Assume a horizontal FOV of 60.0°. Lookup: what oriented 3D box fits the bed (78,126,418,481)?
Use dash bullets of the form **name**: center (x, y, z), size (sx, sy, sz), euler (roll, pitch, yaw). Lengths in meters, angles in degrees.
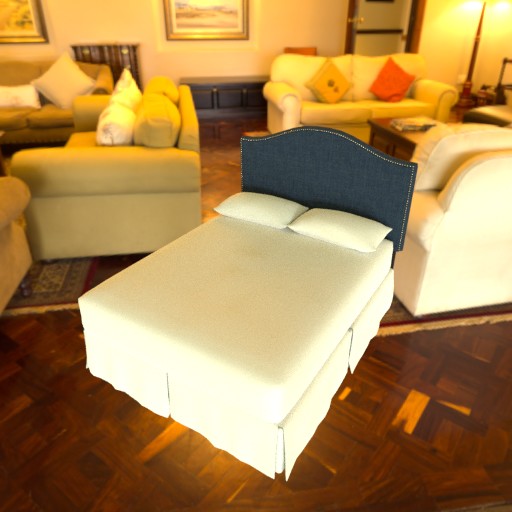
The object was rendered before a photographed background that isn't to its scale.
- **bed**: center (0.000, 0.000, 3.328), size (1.713, 1.518, 2.153), euler (17, 33, 28)
